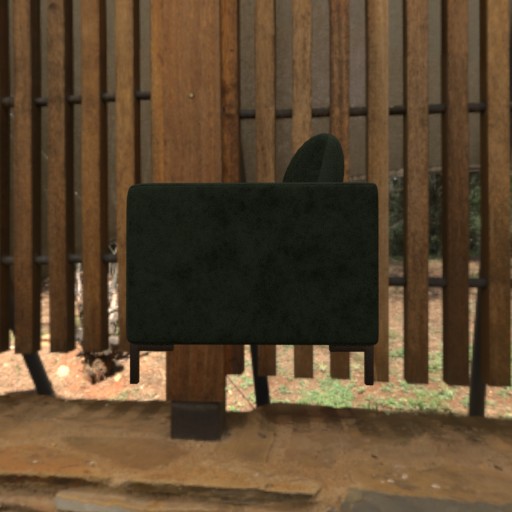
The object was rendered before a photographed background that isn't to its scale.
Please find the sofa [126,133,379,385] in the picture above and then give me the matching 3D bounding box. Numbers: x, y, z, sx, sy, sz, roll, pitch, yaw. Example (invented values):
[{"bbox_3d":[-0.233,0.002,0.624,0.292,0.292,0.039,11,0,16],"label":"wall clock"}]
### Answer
[{"bbox_3d":[0.000,0.000,2.556,0.859,0.870,2.218,0,-1,1],"label":"sofa"}]
